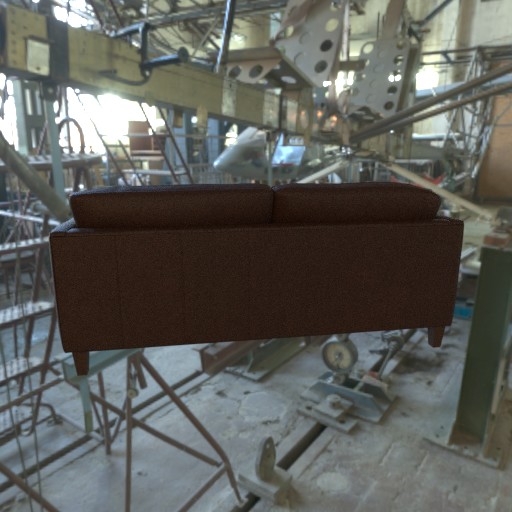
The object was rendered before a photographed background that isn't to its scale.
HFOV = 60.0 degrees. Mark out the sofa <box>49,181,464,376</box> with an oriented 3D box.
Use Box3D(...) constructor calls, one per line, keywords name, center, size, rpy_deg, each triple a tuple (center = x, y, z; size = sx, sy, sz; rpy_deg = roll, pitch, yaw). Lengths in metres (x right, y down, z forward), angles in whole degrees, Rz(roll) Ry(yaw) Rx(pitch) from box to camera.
Box3D(name="sofa", center=(0.000, 0.000, 2.523), size=(1.971, 0.863, 0.923), rpy_deg=(-2, 14, -9))
